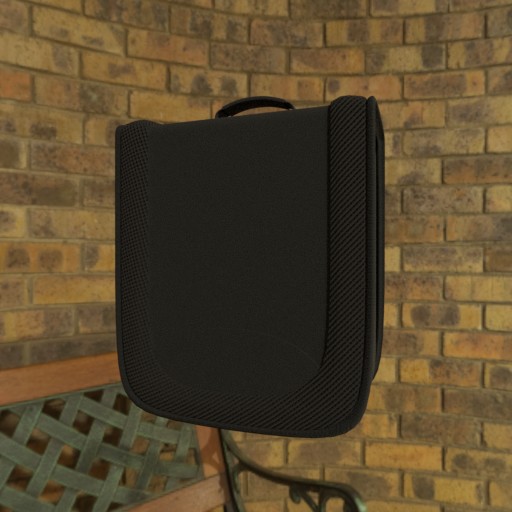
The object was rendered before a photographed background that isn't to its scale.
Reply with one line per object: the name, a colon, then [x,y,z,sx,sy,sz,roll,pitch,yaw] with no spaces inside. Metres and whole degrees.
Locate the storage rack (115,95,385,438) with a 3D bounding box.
storage rack: [0.000,0.000,0.547,0.297,0.387,0.168,0,0,20]
